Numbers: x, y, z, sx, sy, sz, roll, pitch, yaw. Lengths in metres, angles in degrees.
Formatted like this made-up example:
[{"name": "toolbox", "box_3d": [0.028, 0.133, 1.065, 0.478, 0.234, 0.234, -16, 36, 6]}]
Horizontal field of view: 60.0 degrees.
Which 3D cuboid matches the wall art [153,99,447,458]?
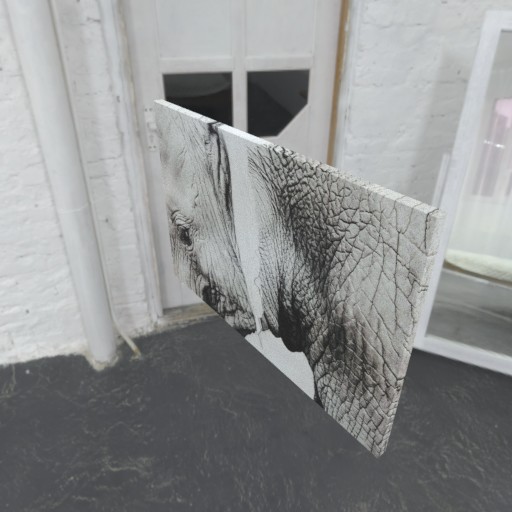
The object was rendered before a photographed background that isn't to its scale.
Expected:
[{"name": "wall art", "box_3d": [0.000, 0.000, 1.421, 0.035, 0.758, 1.141, -23, 39, -32]}]
